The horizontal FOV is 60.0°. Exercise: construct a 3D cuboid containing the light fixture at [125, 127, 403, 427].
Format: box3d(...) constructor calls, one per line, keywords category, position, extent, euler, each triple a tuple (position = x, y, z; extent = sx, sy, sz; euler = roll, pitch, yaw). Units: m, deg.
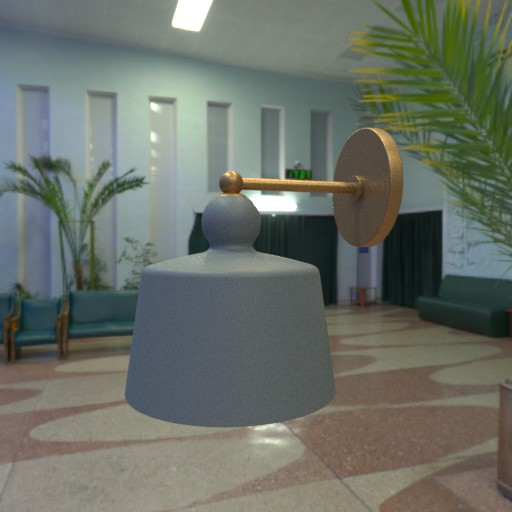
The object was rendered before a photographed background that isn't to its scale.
box3d(category="light fixture", position=(0.000, 0.000, 0.444), extent=(0.254, 0.268, 0.204), euler=(0, 1, -16))
